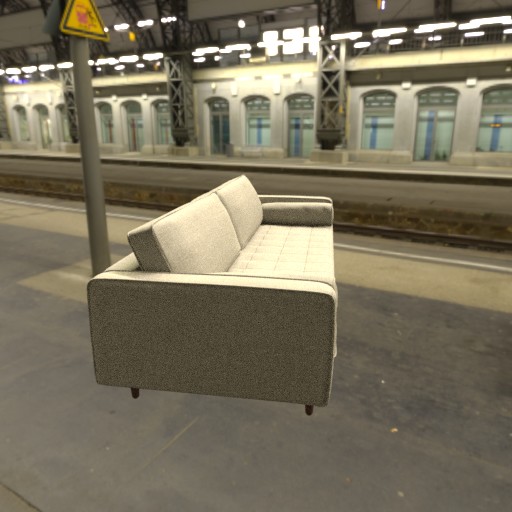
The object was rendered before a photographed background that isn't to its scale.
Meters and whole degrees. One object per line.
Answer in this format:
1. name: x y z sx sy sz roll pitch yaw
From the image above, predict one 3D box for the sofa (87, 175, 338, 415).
1. sofa: 0.000 0.000 2.605 0.914 0.762 2.211 2 16 9
